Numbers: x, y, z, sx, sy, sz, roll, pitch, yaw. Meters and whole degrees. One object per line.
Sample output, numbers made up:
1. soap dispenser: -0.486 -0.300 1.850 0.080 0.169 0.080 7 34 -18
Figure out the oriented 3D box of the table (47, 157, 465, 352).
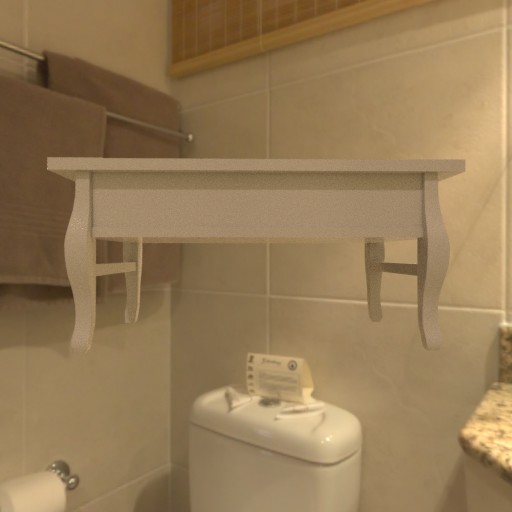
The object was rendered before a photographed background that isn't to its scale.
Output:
1. table: 0.000 0.000 1.416 1.062 0.495 0.600 0 0 -1
